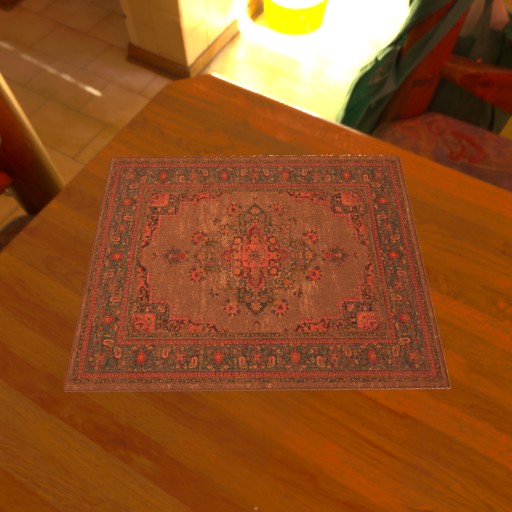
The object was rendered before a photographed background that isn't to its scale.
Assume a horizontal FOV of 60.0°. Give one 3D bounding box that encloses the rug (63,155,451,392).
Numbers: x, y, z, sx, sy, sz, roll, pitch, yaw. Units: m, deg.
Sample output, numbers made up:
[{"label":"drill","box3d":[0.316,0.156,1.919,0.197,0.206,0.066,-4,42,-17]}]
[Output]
[{"label":"rug","box3d":[0.000,0.000,4.089,3.057,0.013,2.434,0,60,0]}]
